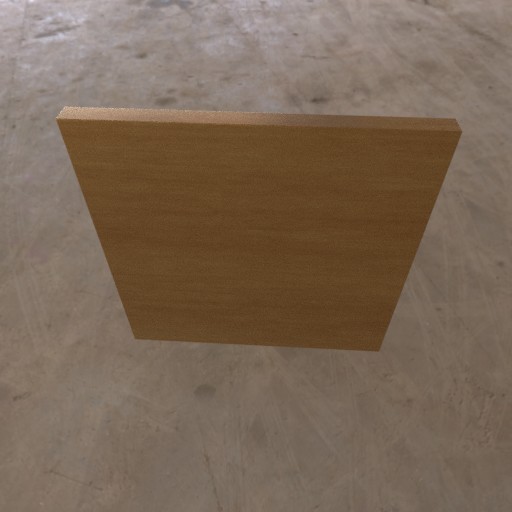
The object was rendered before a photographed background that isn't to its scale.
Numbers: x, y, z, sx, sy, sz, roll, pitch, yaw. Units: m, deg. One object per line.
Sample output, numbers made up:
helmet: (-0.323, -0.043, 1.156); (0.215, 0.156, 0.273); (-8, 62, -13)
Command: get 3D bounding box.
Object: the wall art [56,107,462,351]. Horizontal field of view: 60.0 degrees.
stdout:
wall art: (0.000, 0.000, 0.445); (0.302, 0.302, 0.019); (2, 47, 2)
